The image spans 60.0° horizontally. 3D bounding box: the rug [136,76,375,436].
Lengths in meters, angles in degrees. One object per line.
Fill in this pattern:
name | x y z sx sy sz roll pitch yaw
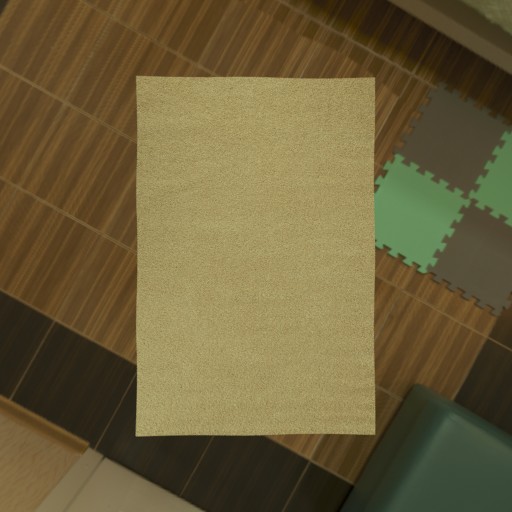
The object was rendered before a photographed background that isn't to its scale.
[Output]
rug | 0.000 0.000 3.342 1.800 0.025 2.699 0 90 -1
